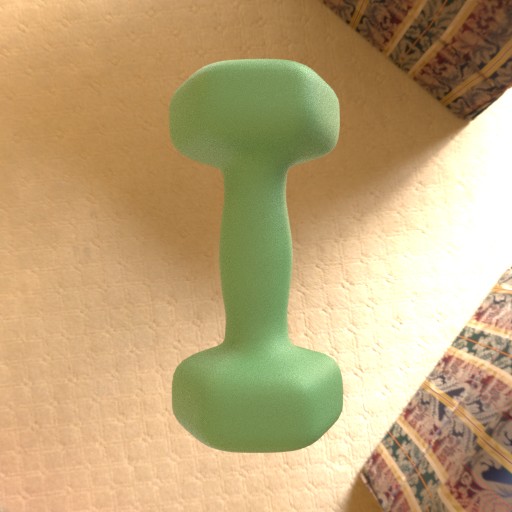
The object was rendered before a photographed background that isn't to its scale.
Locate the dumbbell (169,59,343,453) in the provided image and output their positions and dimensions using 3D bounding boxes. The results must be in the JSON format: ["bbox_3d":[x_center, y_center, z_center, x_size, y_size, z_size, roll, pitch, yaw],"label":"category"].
[{"bbox_3d":[0.000,0.000,0.321,0.126,0.114,0.257,0,90,-1],"label":"dumbbell"}]
